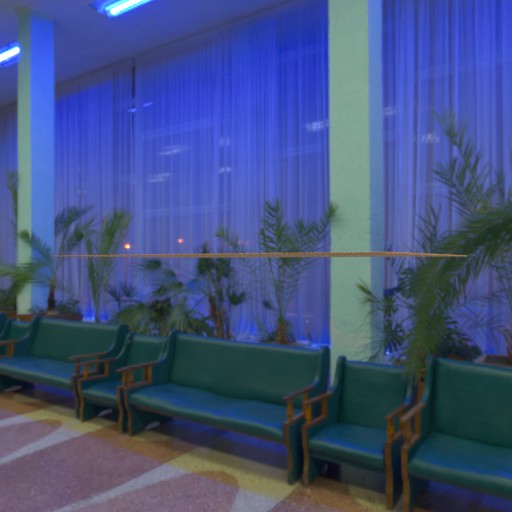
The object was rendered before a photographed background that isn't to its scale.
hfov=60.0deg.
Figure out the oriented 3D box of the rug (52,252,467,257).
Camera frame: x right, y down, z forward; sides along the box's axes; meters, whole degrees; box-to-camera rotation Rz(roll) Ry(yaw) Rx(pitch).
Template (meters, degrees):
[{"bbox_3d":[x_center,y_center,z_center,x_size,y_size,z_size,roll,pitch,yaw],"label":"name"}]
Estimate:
[{"bbox_3d":[0.000,0.000,2.929,2.285,0.006,1.524,0,-1,36],"label":"rug"}]
